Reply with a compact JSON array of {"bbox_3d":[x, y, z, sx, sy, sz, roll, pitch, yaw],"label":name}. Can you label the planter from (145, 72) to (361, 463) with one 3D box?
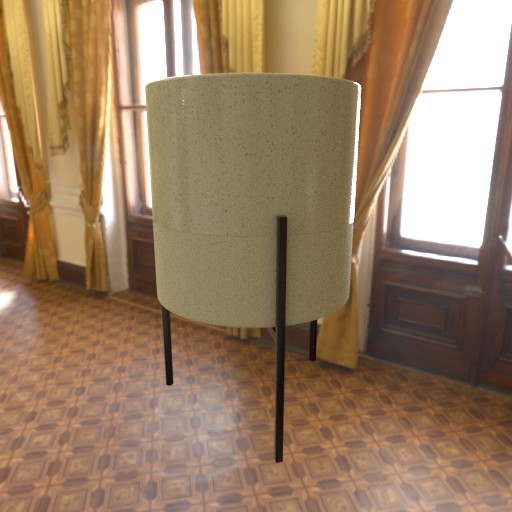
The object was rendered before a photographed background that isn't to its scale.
[{"bbox_3d":[0.000,0.000,0.545,0.243,0.390,0.234,-13,20,-42],"label":"planter"}]
